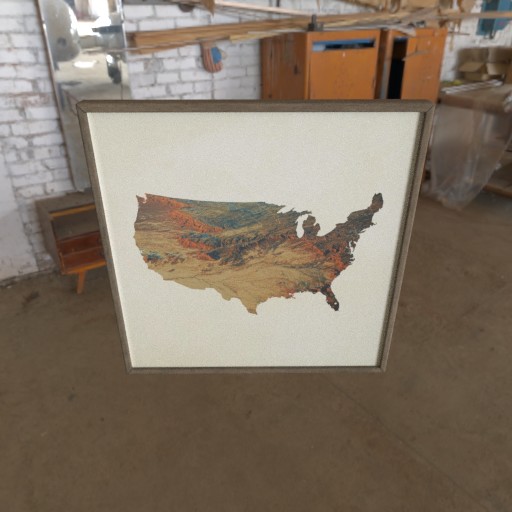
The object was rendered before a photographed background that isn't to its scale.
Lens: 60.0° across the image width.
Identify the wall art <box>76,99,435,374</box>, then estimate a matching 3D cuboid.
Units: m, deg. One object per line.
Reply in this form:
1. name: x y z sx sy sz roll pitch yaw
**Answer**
1. wall art: 0.000 0.000 1.124 0.749 0.751 0.050 0 29 0
